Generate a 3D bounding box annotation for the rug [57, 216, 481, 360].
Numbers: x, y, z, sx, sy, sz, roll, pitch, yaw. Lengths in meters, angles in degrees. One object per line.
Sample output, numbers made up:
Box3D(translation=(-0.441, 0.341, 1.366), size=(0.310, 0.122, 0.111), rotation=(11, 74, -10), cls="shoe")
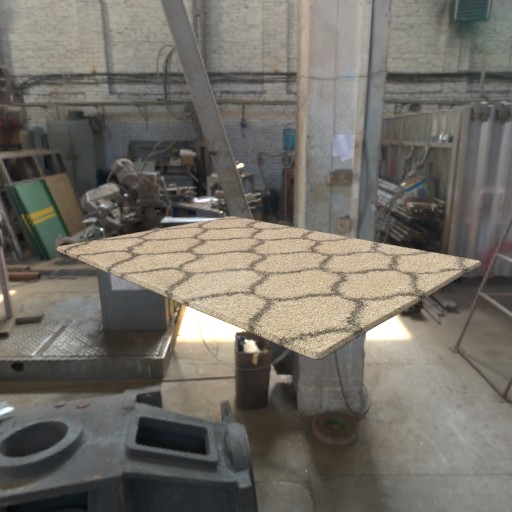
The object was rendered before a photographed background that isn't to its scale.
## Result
Box3D(translation=(0.000, 0.000, 2.067), size=(1.600, 0.025, 1.200), rotation=(14, 21, 42), cls="rug")
